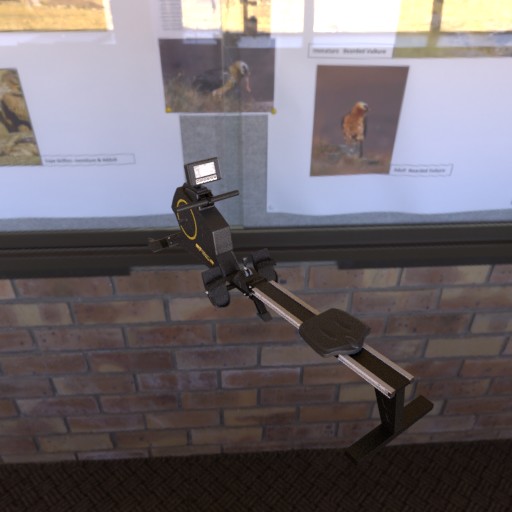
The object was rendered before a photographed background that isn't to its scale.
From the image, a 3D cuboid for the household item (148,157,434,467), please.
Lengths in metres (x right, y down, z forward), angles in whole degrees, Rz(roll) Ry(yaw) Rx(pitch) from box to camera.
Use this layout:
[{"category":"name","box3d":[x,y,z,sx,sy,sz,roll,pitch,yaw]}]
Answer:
[{"category":"household item","box3d":[0.000,0.000,2.596,0.521,0.810,2.251,-21,38,-29]}]
